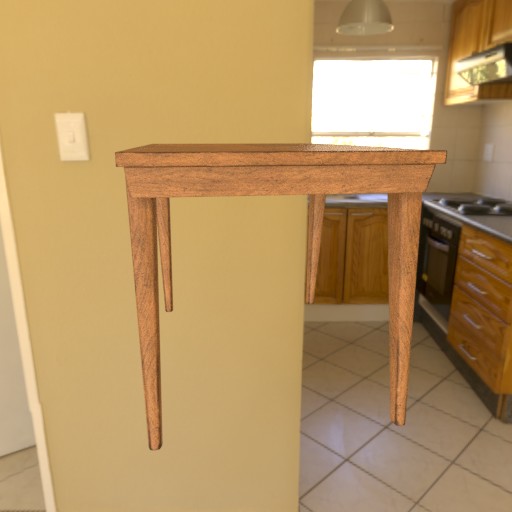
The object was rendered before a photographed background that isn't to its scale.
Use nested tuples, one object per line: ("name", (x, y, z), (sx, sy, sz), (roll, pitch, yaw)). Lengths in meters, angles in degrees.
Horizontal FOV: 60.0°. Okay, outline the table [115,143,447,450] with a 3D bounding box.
("table", (0.000, 0.000, 1.579), (0.757, 0.760, 1.027), (-2, 15, -8))
